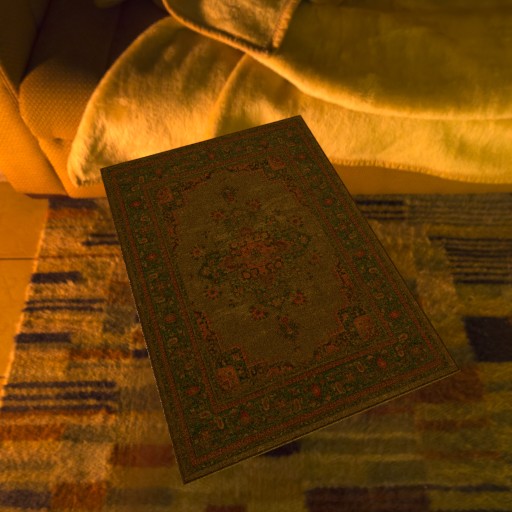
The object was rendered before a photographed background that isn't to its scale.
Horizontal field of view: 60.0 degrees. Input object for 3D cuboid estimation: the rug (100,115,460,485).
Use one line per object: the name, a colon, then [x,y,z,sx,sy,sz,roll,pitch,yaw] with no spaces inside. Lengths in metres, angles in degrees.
rug: [0.000,0.000,2.859,1.609,0.013,2.214,-18,61,-11]
